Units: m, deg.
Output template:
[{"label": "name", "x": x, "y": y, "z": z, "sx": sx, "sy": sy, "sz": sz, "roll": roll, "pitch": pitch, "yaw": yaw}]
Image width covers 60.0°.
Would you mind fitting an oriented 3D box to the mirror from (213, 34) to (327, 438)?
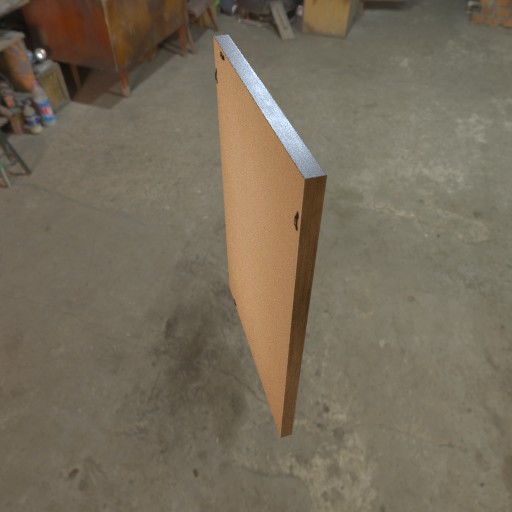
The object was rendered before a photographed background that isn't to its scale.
[{"label": "mirror", "x": 0.000, "y": 0.000, "z": 1.182, "sx": 0.041, "sy": 0.915, "sz": 0.609, "roll": -12, "pitch": 46, "yaw": -12}]
